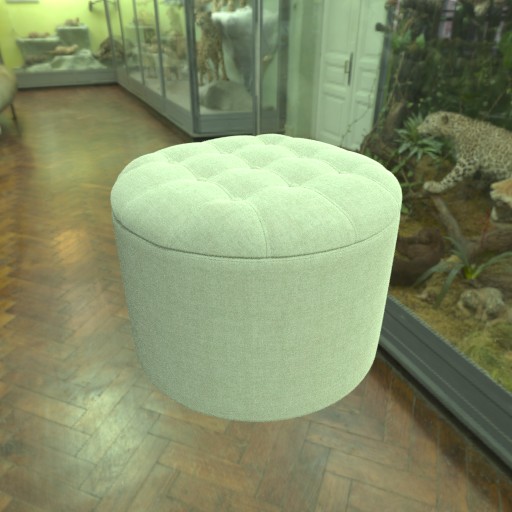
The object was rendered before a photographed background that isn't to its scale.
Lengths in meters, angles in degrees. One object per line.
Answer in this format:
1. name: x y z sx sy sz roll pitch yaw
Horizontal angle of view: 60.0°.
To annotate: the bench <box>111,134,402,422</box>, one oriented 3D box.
1. bench: 0.000 0.000 1.025 0.600 0.453 0.600 0 29 0
